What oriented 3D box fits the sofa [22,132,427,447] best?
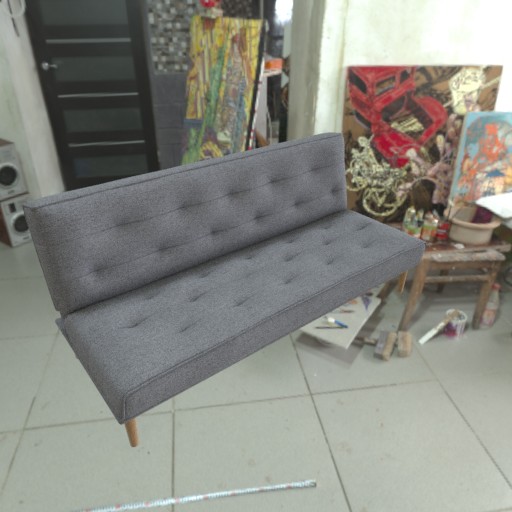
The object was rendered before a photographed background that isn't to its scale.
[{"bbox_3d":[0.000,0.000,2.214,1.820,0.830,0.810,-21,36,-32],"label":"sofa"}]
